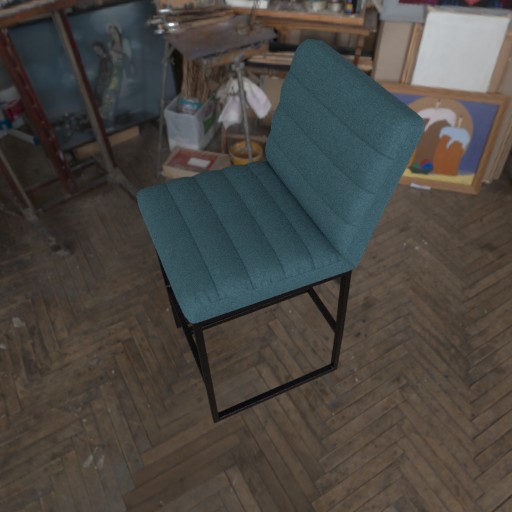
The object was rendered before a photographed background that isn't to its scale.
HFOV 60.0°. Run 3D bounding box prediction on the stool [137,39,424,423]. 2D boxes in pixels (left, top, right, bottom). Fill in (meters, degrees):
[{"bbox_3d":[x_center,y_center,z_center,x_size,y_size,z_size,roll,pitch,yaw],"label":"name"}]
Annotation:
[{"bbox_3d":[0.000,0.000,1.329,0.560,1.040,0.460,-19,51,-16],"label":"stool"}]
